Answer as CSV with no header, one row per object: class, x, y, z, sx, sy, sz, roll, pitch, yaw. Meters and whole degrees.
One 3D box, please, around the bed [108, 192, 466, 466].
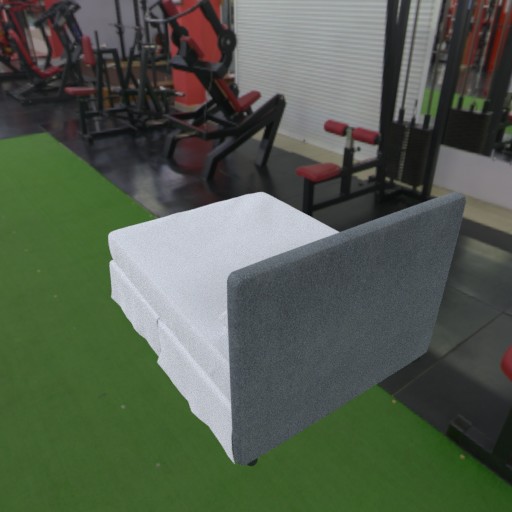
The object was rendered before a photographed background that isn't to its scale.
bed,0.000,0.000,3.314,1.713,1.330,2.142,-19,35,-30
